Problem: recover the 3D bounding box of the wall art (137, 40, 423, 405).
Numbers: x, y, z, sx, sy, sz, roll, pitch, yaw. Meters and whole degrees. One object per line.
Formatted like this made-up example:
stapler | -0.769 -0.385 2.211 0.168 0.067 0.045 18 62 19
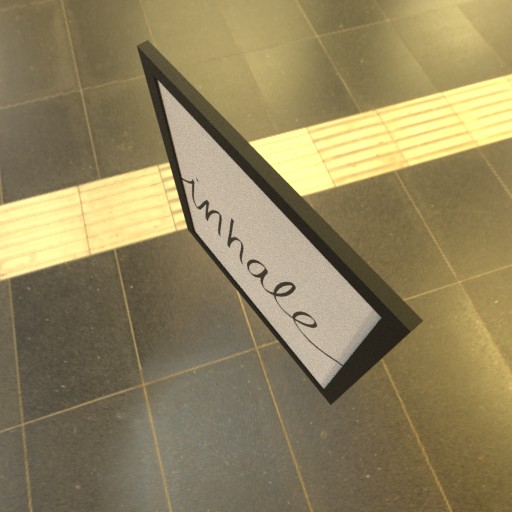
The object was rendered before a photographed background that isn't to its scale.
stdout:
wall art | 0.000 0.000 0.522 0.013 0.356 0.356 -35 69 -16
